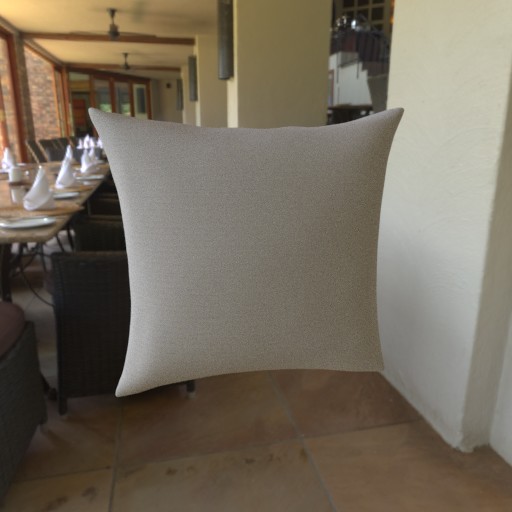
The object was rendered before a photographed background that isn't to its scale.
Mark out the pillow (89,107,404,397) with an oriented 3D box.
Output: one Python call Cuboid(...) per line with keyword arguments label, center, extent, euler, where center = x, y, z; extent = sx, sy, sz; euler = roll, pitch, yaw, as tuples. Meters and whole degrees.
Cuboid(label="pillow", center=(0.000, 0.000, 0.776), extent=(0.512, 0.497, 0.204), euler=(-3, 16, -9))
